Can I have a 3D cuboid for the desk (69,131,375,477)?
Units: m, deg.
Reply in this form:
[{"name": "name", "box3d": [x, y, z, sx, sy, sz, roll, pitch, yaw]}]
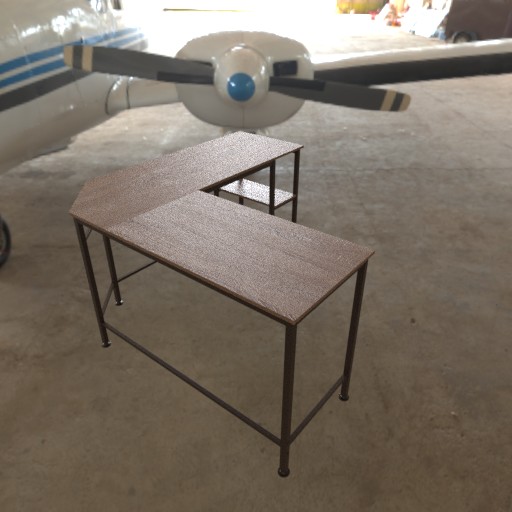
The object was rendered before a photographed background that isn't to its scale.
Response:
[{"name": "desk", "box3d": [0.000, 0.000, 2.245, 1.379, 0.739, 1.379, 22, 37, 33]}]
